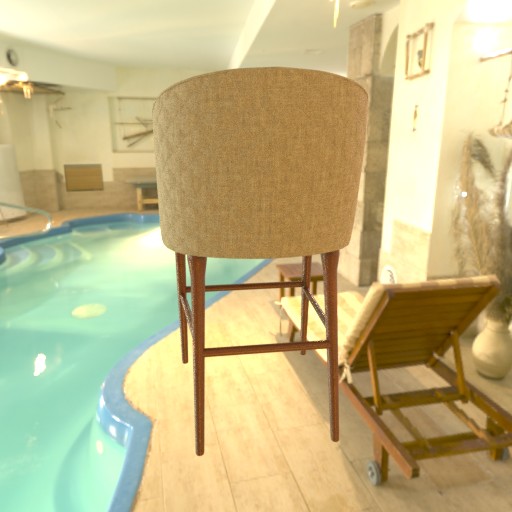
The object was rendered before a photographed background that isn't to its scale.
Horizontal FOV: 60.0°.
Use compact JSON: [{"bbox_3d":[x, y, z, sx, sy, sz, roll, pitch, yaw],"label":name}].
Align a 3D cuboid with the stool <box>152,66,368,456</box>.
[{"bbox_3d":[0.000,0.000,1.314,0.559,0.952,0.635,-2,15,-8],"label":"stool"}]
